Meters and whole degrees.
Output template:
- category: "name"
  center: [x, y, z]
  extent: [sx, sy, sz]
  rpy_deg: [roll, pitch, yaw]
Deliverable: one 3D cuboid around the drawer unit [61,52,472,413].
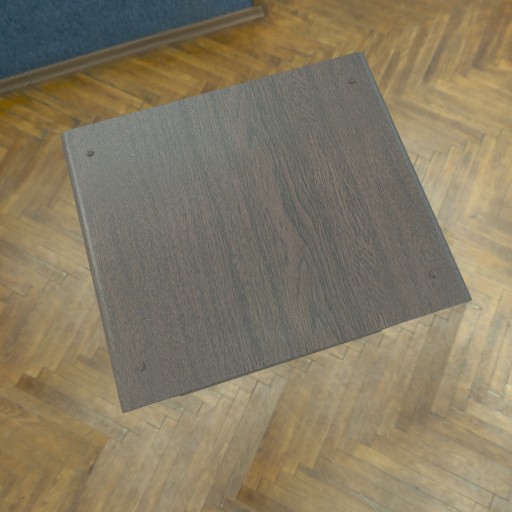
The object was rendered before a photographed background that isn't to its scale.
- category: "drawer unit"
  center: [0.000, 0.000, 0.603]
  extent: [0.344, 0.344, 0.290]
  rpy_deg: [-17, 76, -4]
